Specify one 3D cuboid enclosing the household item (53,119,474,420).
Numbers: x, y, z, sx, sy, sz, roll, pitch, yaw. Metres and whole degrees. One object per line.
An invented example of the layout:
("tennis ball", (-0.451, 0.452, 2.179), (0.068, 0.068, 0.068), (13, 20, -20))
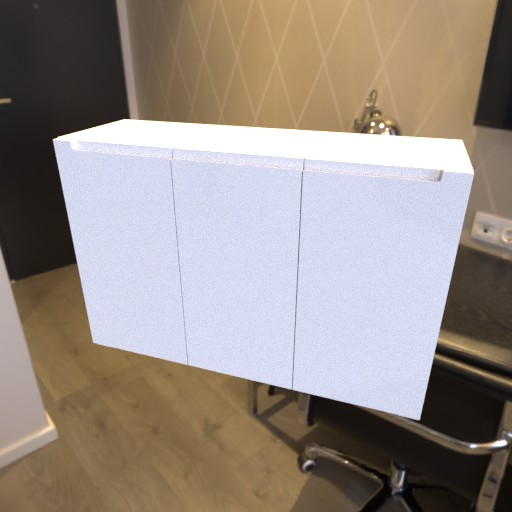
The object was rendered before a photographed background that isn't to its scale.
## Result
("household item", (0.000, 0.000, 1.669), (1.300, 0.867, 0.420), (9, 27, 17))
